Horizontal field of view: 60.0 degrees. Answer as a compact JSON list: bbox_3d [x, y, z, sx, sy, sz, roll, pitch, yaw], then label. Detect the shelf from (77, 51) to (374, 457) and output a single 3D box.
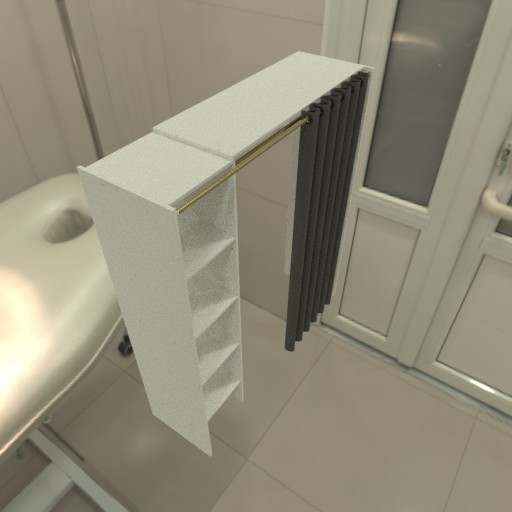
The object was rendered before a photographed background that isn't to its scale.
[{"bbox_3d":[0.000,0.000,2.620,0.500,1.810,1.600,25,48,25],"label":"shelf"}]
